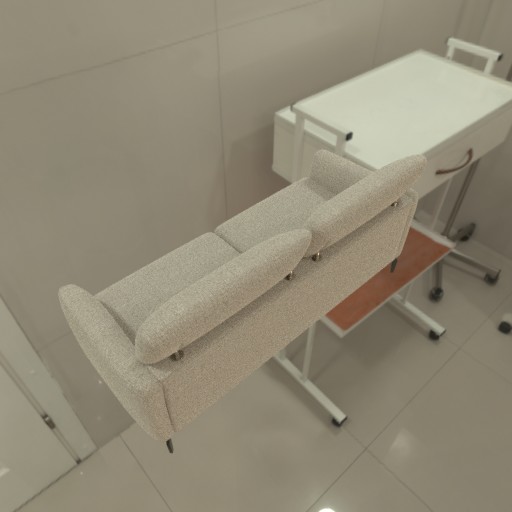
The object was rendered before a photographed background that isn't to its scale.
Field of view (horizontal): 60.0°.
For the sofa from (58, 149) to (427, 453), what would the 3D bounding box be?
[{"bbox_3d":[0.000,0.000,2.515,2.015,0.956,0.856,-32,53,-28],"label":"sofa"}]
